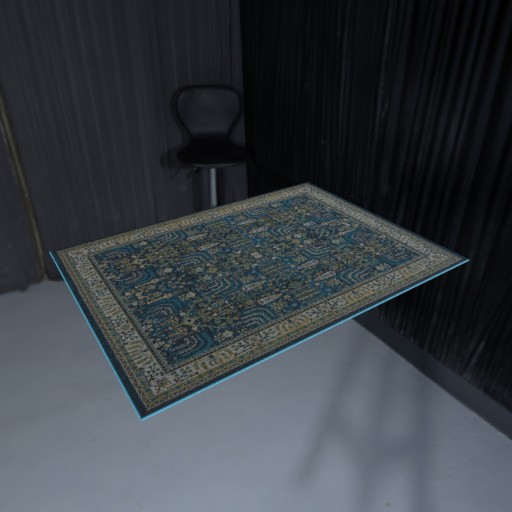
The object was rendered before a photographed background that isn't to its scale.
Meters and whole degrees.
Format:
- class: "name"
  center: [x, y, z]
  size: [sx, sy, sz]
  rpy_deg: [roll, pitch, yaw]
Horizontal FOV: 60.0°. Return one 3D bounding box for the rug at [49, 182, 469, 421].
- class: "rug"
  center: [0.000, 0.000, 3.977]
  size: [3.044, 0.015, 2.226]
  rpy_deg: [-19, 36, -29]
